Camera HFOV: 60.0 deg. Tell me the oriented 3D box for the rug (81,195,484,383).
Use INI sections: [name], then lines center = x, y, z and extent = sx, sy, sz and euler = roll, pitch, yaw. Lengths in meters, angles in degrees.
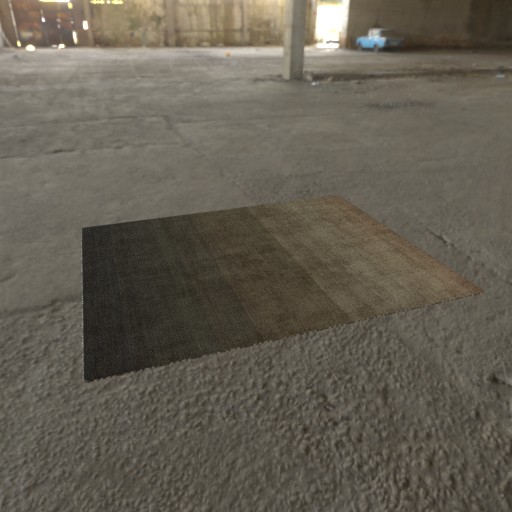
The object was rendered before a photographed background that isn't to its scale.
[rug]
center = 0.000, 0.000, 3.909
extent = 2.902, 0.017, 2.306
euler = -9, 29, -17
